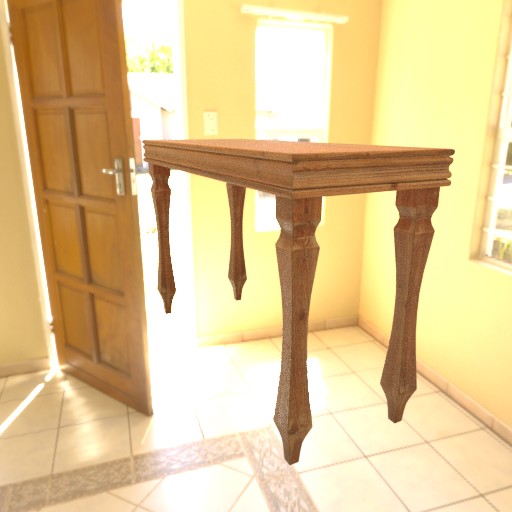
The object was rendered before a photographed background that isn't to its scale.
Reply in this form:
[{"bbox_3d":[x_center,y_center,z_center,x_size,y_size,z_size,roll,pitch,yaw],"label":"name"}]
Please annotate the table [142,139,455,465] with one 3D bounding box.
[{"bbox_3d":[0.000,0.000,1.769,0.522,0.873,1.330,-8,18,-27],"label":"table"}]
